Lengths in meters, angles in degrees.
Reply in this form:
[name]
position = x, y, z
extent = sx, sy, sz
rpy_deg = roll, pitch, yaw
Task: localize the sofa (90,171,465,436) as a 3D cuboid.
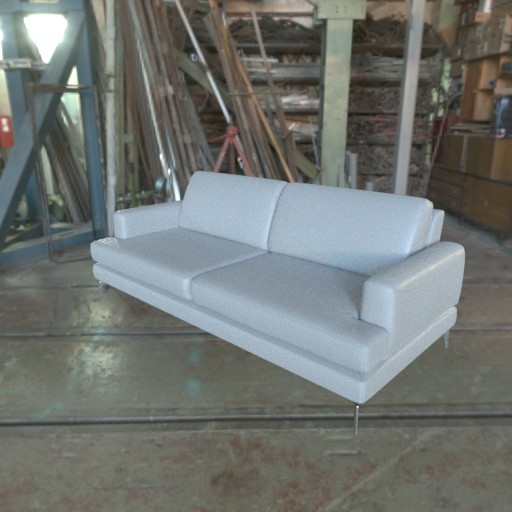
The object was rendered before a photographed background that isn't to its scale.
[sofa]
position = 0.000, 0.000, 2.441
extent = 1.940, 0.765, 0.974
rpy_deg = 16, 23, 41
